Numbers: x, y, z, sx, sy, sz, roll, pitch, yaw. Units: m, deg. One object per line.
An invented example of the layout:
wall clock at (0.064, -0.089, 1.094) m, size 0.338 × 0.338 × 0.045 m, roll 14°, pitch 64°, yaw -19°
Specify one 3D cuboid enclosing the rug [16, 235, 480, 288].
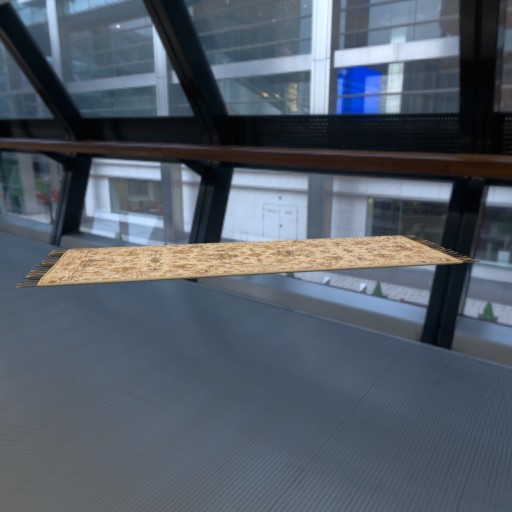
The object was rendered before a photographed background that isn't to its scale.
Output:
rug at (0.000, 0.000, 2.621) m, size 2.438 × 0.021 × 0.729 m, roll -3°, pitch 15°, yaw -10°
